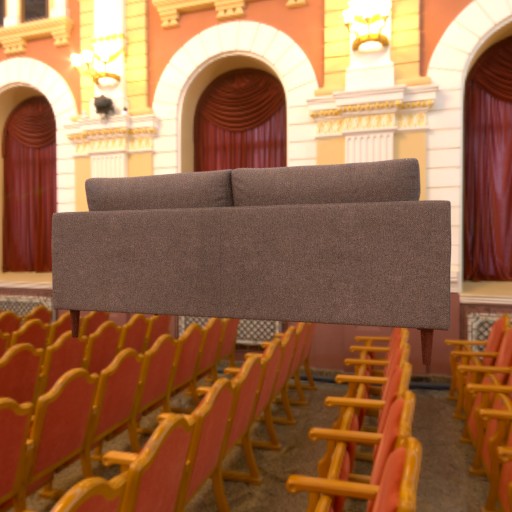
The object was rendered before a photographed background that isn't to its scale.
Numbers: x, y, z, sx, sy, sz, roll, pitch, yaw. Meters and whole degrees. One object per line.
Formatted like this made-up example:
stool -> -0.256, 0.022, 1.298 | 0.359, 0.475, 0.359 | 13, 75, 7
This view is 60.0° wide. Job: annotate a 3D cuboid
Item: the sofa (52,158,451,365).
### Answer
sofa -> 0.000, 0.000, 2.495 | 1.948, 0.868, 1.020 | 0, 1, 18
